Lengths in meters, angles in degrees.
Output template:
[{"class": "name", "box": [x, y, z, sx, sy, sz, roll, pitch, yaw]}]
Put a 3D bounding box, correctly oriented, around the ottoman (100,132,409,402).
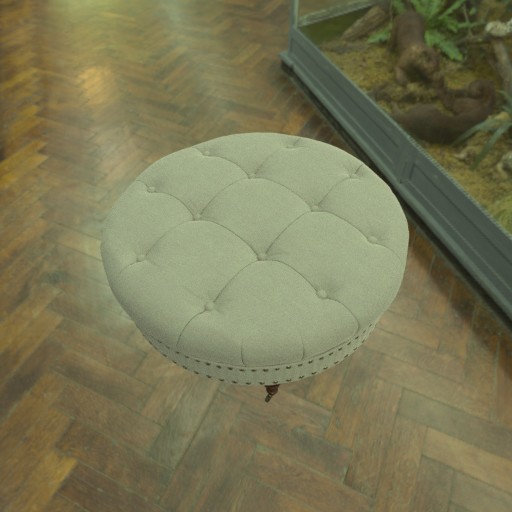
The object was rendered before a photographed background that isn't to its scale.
[{"class": "ottoman", "box": [0.000, 0.000, 1.422, 0.901, 0.439, 0.901, 0, 48, 0]}]
